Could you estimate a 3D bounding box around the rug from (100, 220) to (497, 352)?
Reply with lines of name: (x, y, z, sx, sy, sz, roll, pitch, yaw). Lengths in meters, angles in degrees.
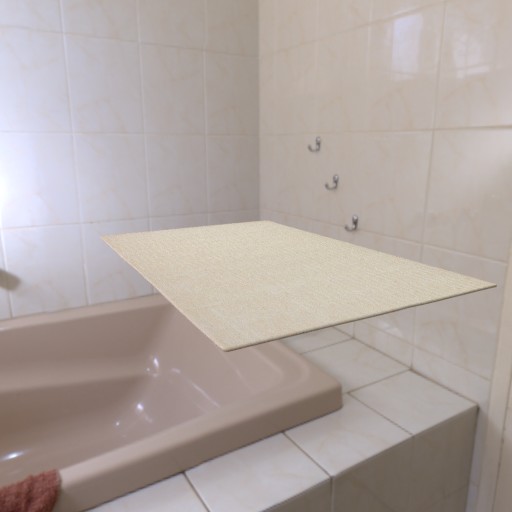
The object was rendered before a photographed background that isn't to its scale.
rug: (0.000, 0.000, 2.304, 1.238, 0.014, 1.848, -8, 16, -28)
